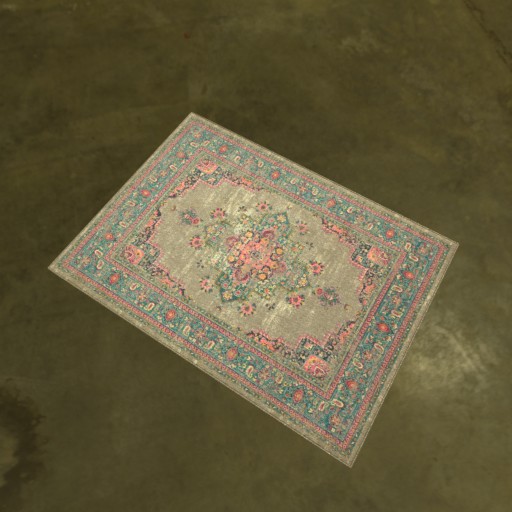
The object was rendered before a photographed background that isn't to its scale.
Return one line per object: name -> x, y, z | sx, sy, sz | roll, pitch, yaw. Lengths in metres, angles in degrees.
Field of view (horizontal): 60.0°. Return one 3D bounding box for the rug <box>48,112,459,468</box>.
rug -> 0.000, 0.000, 2.931 | 2.214, 0.013, 1.609 | 29, 67, 14
